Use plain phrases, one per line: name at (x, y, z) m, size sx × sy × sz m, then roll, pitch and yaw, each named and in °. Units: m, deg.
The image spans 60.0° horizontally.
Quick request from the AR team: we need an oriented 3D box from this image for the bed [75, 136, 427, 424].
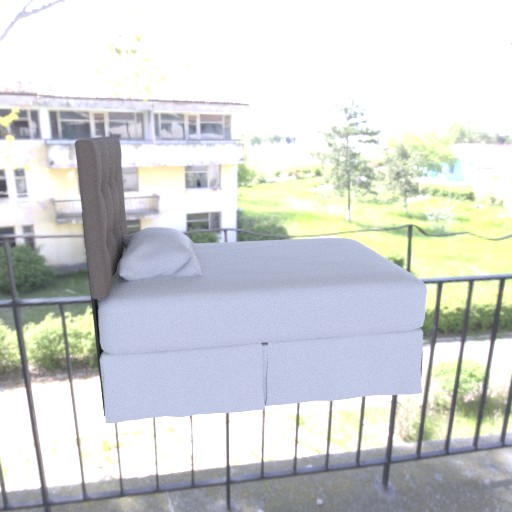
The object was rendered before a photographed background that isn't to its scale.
bed at (0.000, 0.000, 3.027) m, size 1.997 × 1.571 × 1.261 m, roll -3°, pitch 16°, yaw -10°
